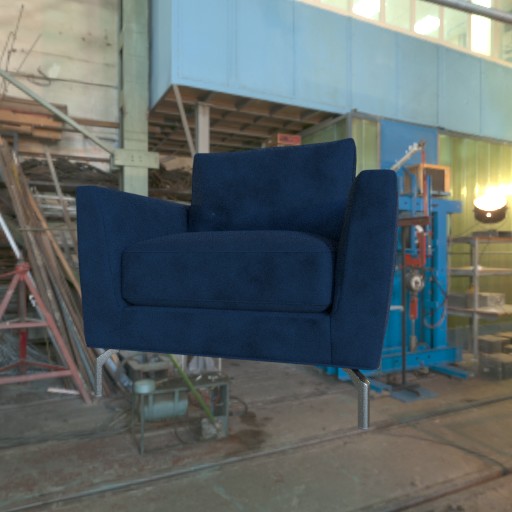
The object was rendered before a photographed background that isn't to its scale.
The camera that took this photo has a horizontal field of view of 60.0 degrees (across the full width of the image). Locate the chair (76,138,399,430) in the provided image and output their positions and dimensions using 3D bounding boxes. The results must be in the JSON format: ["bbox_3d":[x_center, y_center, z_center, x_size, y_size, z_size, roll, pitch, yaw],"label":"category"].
[{"bbox_3d":[0.000,0.000,1.598,0.977,0.893,0.746,0,0,18],"label":"chair"}]
